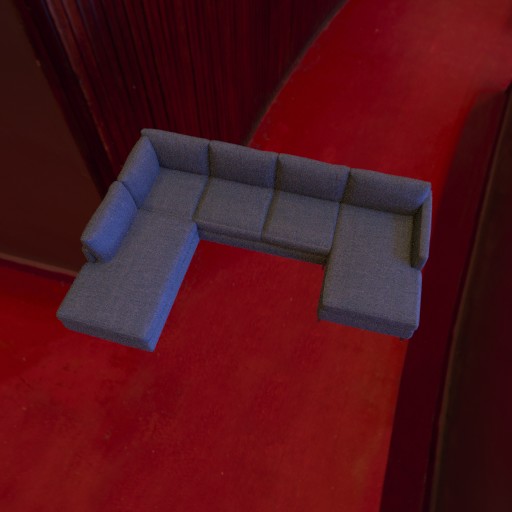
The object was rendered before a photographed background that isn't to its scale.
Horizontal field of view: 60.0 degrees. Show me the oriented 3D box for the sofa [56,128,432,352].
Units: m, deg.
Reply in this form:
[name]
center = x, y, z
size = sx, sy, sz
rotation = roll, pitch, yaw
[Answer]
[sofa]
center = 0.000, 0.000, 3.704
size = 2.737, 0.753, 1.879
rotation = 13, 59, 8
